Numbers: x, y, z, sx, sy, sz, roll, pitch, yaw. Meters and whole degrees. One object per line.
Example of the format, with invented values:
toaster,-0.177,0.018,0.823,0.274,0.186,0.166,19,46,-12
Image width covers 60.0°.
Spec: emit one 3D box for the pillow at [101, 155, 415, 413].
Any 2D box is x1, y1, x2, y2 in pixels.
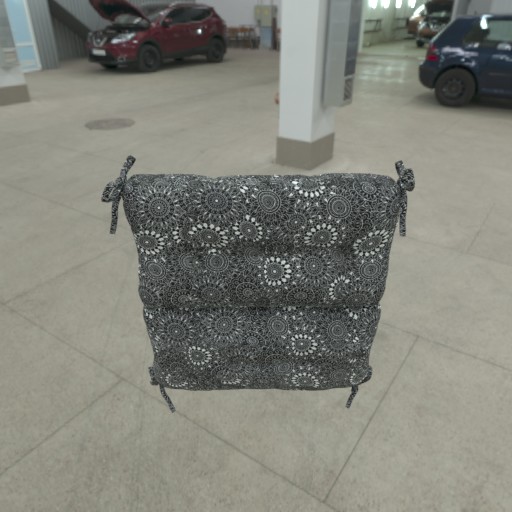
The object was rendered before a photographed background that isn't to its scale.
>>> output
pillow,0.000,0.000,1.044,0.519,0.605,0.571,0,30,-1
